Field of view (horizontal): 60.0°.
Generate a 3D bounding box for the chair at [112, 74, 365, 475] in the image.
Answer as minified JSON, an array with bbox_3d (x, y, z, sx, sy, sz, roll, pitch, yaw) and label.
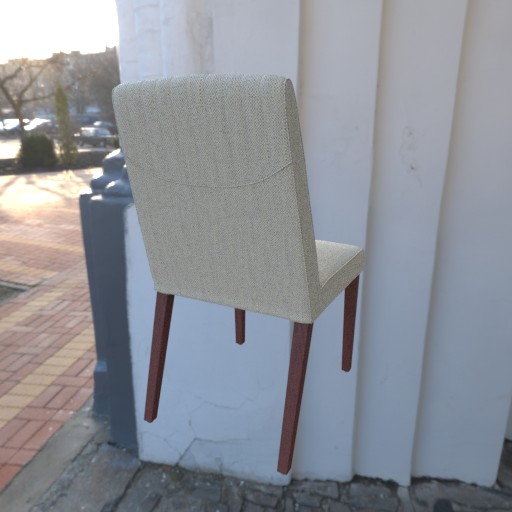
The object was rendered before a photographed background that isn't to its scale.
[{"bbox_3d":[0.000,0.000,1.245,0.480,0.900,0.594,9,19,26],"label":"chair"}]
